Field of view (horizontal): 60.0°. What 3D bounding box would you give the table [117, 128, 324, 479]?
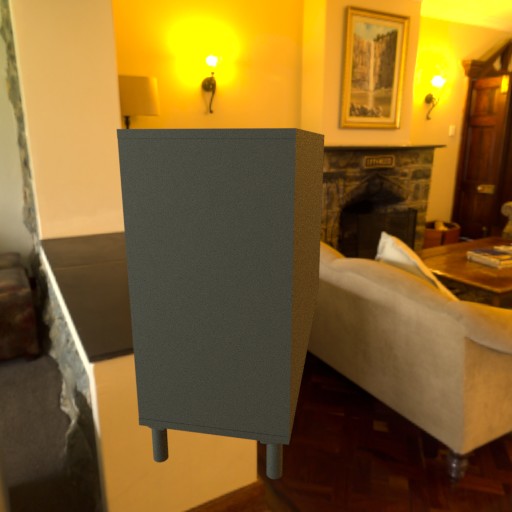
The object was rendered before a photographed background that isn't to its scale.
[{"bbox_3d":[0.000,0.000,1.599,0.400,0.855,1.200,3,15,11],"label":"table"}]
